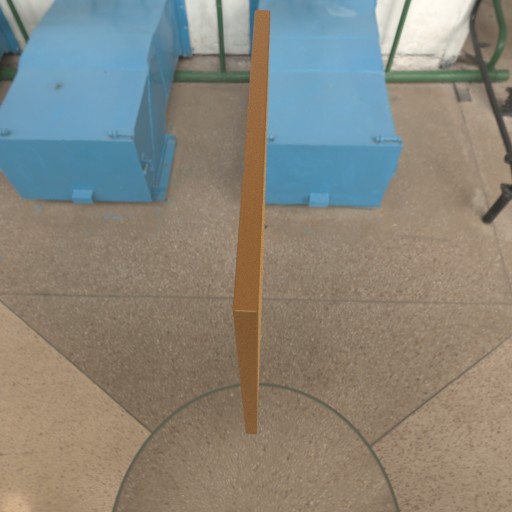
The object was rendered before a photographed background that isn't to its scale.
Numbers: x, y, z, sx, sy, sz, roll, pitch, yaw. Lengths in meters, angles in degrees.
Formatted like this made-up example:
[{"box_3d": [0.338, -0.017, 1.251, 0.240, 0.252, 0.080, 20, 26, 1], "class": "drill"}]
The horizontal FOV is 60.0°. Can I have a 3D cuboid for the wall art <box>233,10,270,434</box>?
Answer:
[{"box_3d": [0.000, 0.000, 0.719, 0.021, 0.550, 0.449, 2, 58, 1], "class": "wall art"}]
